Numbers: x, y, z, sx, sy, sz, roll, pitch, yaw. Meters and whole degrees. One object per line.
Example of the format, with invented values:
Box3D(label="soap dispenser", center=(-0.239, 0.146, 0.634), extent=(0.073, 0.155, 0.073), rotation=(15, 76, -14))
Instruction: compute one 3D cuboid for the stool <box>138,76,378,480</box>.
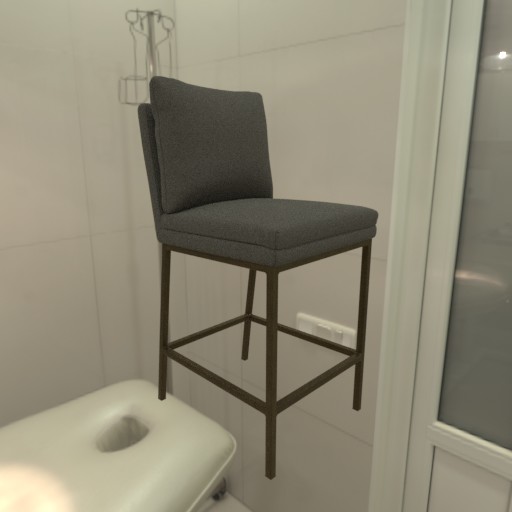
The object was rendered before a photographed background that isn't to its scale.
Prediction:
Box3D(label="stool", center=(0.000, 0.000, 1.363), extent=(0.569, 1.030, 0.463), rotation=(13, 20, 42))
